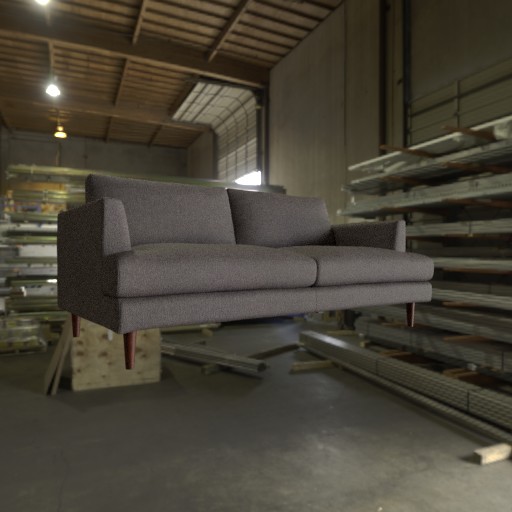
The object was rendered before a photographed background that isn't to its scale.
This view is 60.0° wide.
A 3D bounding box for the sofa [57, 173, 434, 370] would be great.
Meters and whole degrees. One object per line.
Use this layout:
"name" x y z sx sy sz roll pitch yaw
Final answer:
"sofa" 0.000 0.000 2.541 1.948 0.868 1.020 0 0 -36
